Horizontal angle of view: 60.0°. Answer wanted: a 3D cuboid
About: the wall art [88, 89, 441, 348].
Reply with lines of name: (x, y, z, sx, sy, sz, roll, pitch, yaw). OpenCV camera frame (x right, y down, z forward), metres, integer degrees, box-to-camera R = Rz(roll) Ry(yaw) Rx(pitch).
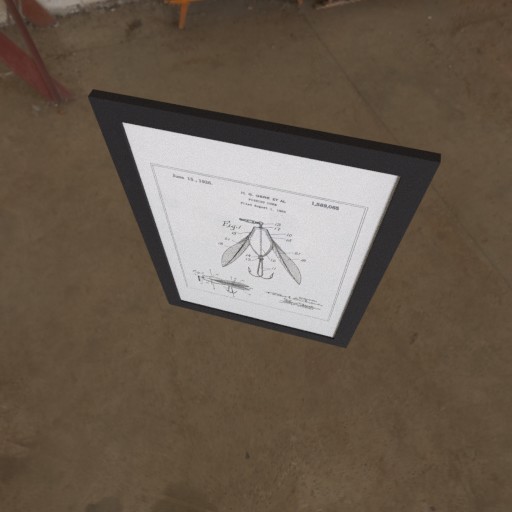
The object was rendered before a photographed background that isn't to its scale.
wall art: (0.000, 0.000, 0.693, 0.380, 0.534, 0.013, 13, 60, 8)
